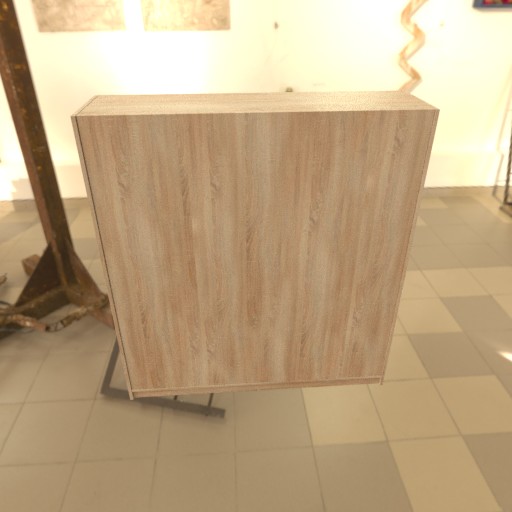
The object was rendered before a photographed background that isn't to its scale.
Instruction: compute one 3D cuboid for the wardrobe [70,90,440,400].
[{"bbox_3d":[0.000,0.000,3.199,1.998,2.159,0.598,-2,31,-4],"label":"wardrobe"}]
